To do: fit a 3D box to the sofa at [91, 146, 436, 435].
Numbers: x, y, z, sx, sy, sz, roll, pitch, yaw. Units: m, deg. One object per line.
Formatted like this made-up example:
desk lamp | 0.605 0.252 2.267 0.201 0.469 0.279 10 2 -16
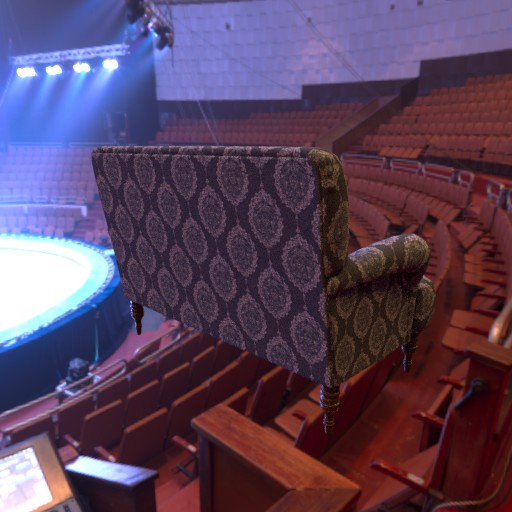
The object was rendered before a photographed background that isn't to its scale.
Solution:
sofa | 0.000 0.000 1.802 1.297 0.867 0.779 13 19 42
